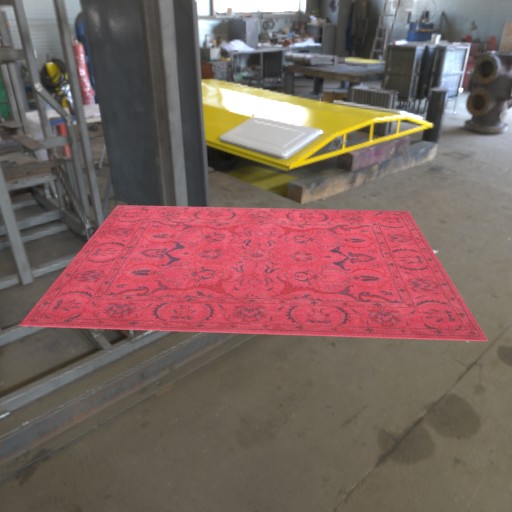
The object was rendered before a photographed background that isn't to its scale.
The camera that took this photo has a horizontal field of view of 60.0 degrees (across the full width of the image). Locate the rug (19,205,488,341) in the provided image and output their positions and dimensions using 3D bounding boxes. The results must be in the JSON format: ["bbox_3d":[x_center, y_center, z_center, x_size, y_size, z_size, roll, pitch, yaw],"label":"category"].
[{"bbox_3d":[0.000,0.000,2.234,1.814,0.008,1.209,1,30,3],"label":"rug"}]
